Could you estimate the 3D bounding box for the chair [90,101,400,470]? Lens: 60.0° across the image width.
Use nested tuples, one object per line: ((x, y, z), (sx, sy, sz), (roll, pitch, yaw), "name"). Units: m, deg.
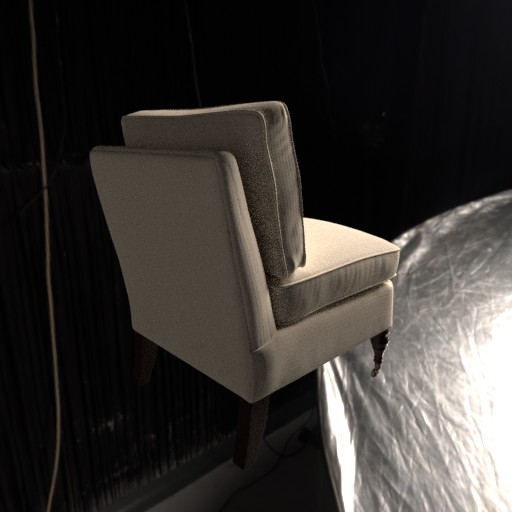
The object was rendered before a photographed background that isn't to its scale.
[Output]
((0.000, 0.000, 1.408), (0.781, 0.887, 0.630), (-14, 20, -41), "chair")
